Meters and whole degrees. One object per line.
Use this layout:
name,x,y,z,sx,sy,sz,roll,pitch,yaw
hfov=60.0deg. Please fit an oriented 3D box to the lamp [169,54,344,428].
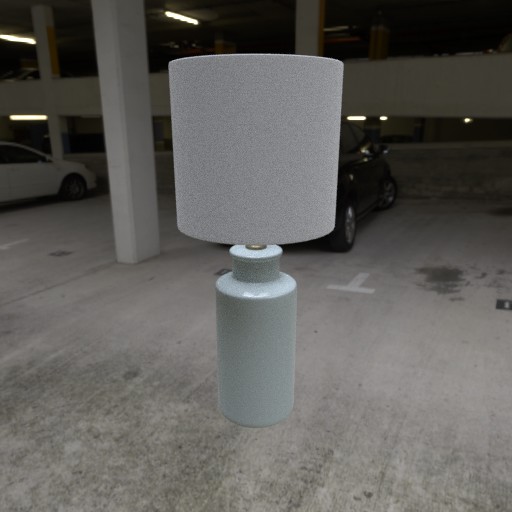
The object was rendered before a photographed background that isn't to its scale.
lamp,0.000,0.000,0.620,0.212,0.493,0.212,10,20,27
